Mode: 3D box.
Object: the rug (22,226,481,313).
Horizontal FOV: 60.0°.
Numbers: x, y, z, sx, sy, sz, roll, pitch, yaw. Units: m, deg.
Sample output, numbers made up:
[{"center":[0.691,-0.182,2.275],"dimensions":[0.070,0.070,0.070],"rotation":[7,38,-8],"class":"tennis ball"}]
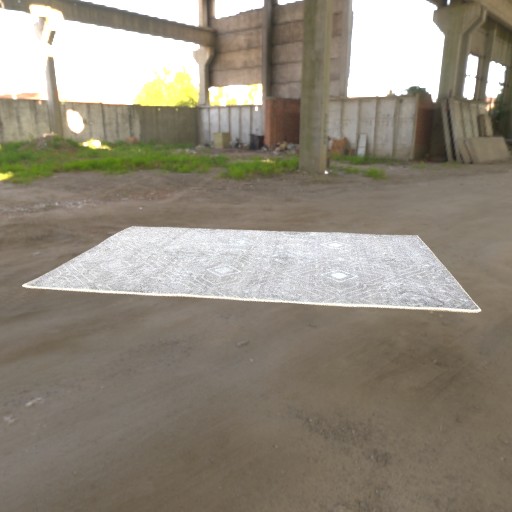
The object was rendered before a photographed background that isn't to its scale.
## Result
[{"center":[0.000,0.000,3.059],"dimensions":[2.447,0.036,1.537],"rotation":[2,17,8],"class":"rug"}]
